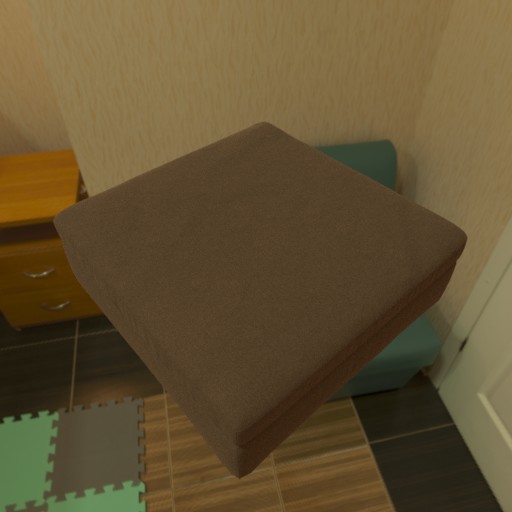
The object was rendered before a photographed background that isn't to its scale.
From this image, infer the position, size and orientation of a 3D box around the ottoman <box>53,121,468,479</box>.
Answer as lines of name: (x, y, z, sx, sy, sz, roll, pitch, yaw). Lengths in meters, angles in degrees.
ottoman: (0.000, 0.000, 1.832, 1.181, 0.470, 1.181, -32, 53, -28)
